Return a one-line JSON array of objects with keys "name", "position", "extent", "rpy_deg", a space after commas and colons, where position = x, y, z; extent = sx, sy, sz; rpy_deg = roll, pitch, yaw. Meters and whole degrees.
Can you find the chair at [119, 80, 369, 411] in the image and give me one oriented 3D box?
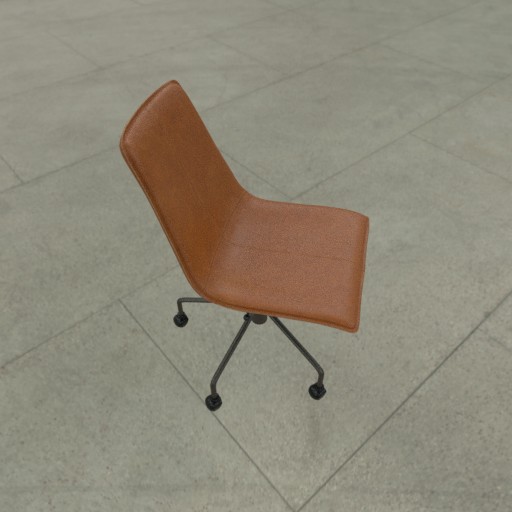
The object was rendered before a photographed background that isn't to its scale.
[{"name": "chair", "position": [0.000, 0.000, 1.370], "extent": [0.660, 0.920, 0.651], "rpy_deg": [10, 47, 9]}]
